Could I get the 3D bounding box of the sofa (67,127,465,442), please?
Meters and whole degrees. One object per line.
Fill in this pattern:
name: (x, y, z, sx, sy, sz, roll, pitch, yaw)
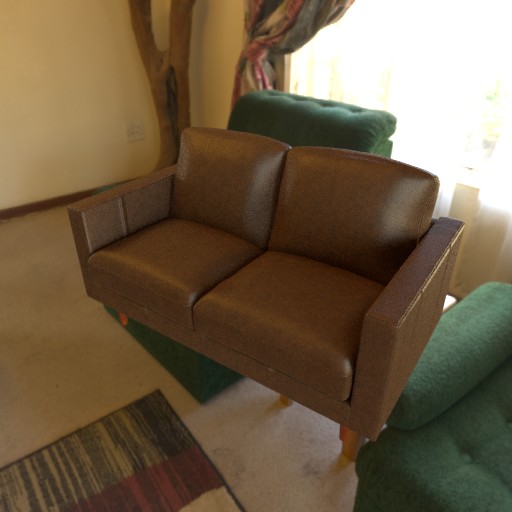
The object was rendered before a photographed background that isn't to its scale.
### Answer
sofa: (0.000, 0.000, 2.077, 1.578, 0.951, 0.909, 19, 35, 29)
